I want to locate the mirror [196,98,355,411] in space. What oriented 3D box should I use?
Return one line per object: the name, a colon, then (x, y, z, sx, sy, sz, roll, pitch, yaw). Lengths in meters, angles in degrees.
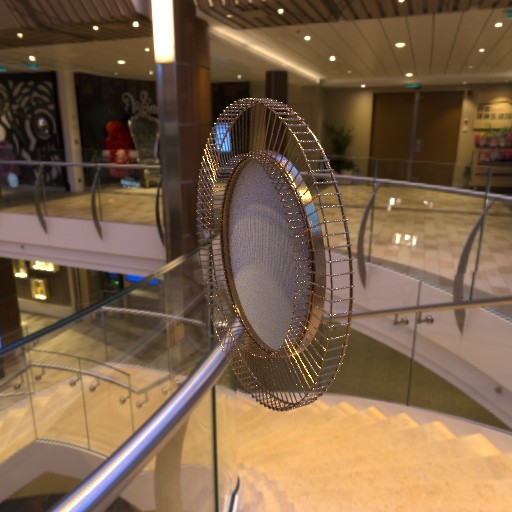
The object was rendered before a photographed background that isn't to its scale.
mirror: (0.000, 0.000, 1.051, 0.067, 0.703, 0.703, -7, 17, -25)
